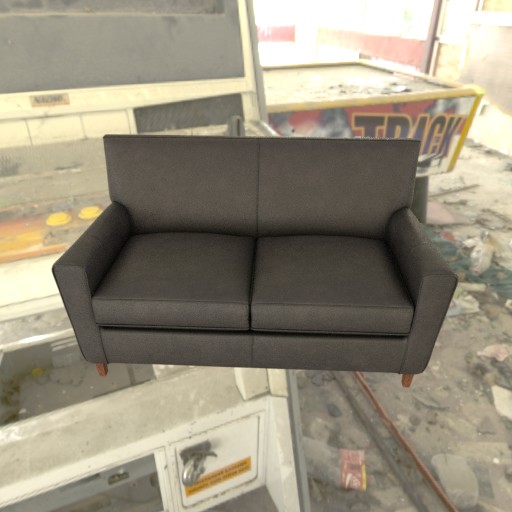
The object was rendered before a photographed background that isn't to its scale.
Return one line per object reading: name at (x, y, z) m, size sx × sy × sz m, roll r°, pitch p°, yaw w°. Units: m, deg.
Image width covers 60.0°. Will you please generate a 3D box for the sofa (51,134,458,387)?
sofa at (0.000, 0.000, 1.969) m, size 1.473 × 0.871 × 0.787 m, roll 1°, pitch 30°, yaw 2°
